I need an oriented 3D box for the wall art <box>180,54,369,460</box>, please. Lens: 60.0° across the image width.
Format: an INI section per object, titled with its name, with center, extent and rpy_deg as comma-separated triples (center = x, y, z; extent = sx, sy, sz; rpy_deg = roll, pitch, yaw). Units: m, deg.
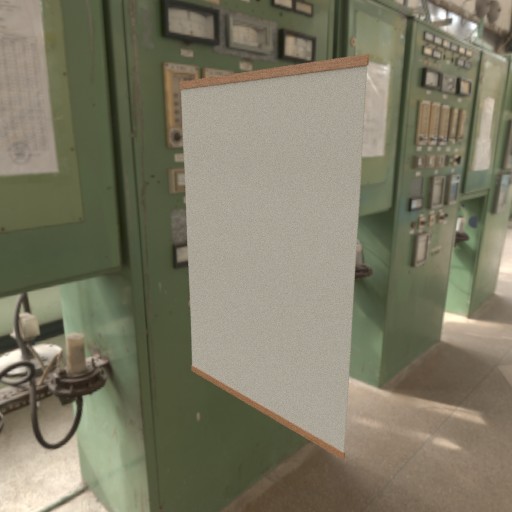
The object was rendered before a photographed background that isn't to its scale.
[wall art]
center = 0.000, 0.000, 1.959
extent = 0.019, 1.527, 1.019
rpy_deg = -14, 20, -43
